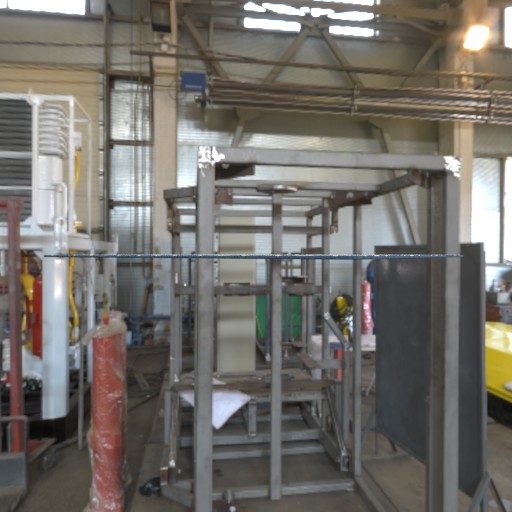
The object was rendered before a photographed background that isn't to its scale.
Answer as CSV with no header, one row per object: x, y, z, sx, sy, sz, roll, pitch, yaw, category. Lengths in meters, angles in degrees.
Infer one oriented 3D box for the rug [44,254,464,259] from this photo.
0.000,0.000,3.864,2.881,0.020,2.270,0,0,37,rug
